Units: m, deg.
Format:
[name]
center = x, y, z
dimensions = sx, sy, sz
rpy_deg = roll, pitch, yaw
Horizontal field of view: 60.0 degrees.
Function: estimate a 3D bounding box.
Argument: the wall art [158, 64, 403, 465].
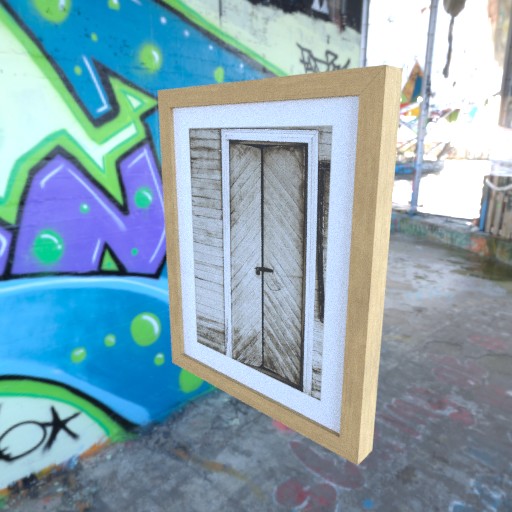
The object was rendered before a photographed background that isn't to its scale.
[wall art]
center = 0.000, 0.000, 0.516
dimensions = 0.312, 0.380, 0.030
rpy_deg = 14, 20, 41
